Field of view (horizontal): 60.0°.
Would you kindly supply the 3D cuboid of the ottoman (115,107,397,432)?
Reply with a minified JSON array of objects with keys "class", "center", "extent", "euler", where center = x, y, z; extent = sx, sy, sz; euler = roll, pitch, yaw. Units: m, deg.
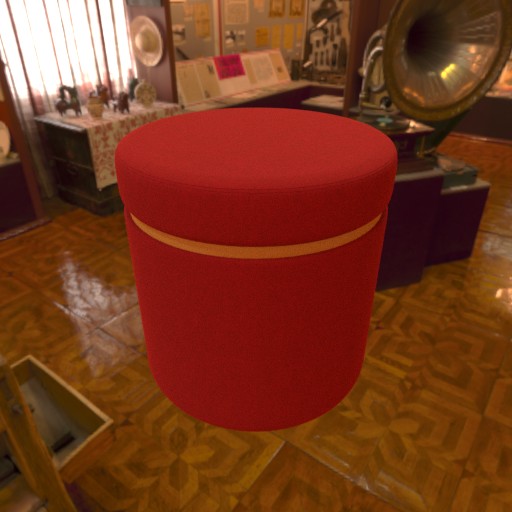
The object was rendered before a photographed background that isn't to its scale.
[{"class":"ottoman","center":[0.000,0.000,0.740],"extent":[0.400,0.406,0.400],"euler":[0,30,0]}]
